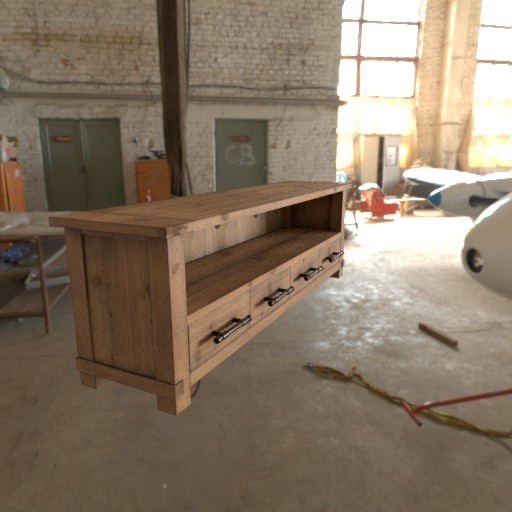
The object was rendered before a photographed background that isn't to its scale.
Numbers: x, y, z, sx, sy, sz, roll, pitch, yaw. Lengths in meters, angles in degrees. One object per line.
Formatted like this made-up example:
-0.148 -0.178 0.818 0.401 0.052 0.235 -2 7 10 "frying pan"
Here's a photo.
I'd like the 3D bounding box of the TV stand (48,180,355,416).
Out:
0.000 0.000 2.050 0.453 0.573 1.804 7 15 26 "TV stand"
